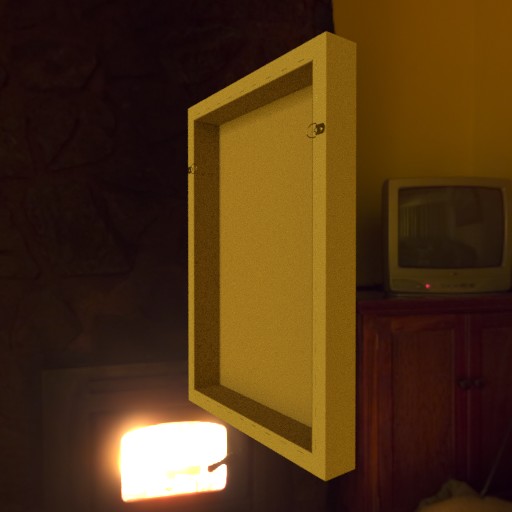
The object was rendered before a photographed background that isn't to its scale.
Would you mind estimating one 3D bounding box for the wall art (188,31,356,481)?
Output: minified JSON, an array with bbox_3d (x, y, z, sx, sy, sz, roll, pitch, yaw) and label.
[{"bbox_3d":[0.000,0.000,0.488,0.039,0.381,0.252,-1,1,-36],"label":"wall art"}]
